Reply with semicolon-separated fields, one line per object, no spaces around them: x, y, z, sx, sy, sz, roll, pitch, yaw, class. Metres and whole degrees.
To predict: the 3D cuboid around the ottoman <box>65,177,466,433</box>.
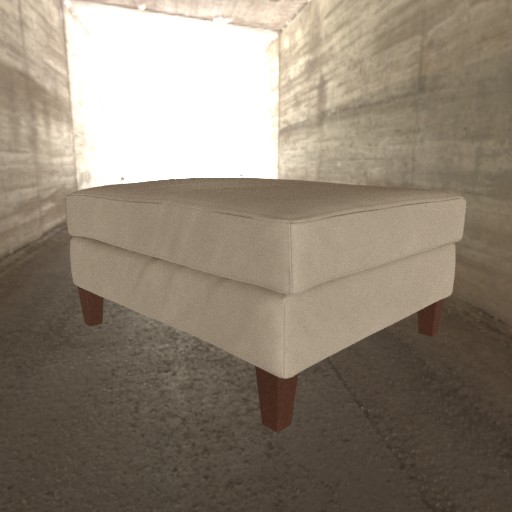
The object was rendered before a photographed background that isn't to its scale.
0.000;0.000;1.427;1.002;0.492;0.836;12;17;44;ottoman
